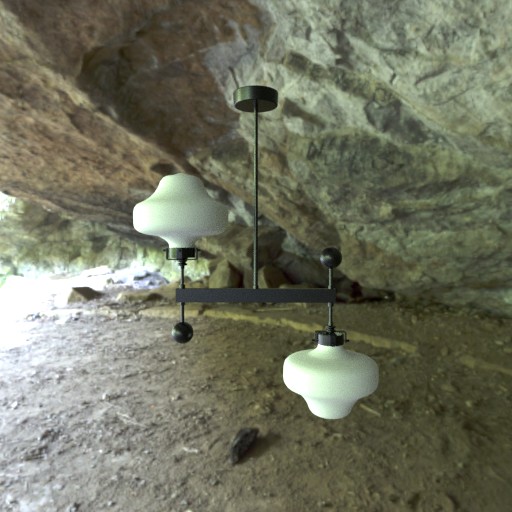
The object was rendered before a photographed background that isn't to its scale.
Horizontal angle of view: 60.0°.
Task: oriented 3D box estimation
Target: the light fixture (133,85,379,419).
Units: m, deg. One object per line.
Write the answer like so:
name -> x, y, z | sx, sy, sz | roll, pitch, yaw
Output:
light fixture -> 0.000, 0.000, 1.020 | 0.489, 0.743, 0.422 | -1, 2, -36
